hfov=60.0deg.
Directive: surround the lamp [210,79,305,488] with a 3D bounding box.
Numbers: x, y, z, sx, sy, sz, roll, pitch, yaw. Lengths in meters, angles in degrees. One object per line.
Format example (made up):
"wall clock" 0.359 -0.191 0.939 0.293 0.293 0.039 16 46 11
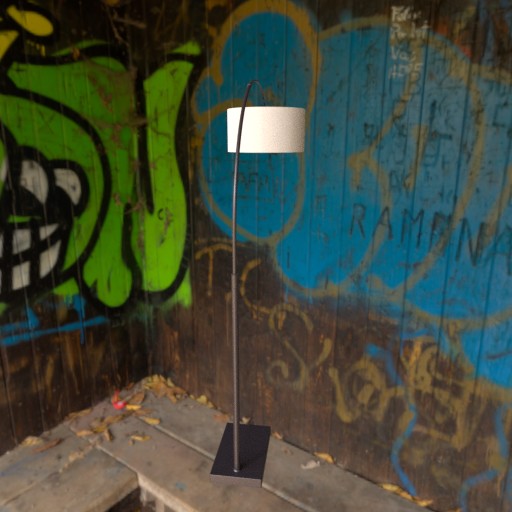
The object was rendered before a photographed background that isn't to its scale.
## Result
"lamp" 0.000 0.000 2.583 0.493 1.927 1.424 2 15 8
